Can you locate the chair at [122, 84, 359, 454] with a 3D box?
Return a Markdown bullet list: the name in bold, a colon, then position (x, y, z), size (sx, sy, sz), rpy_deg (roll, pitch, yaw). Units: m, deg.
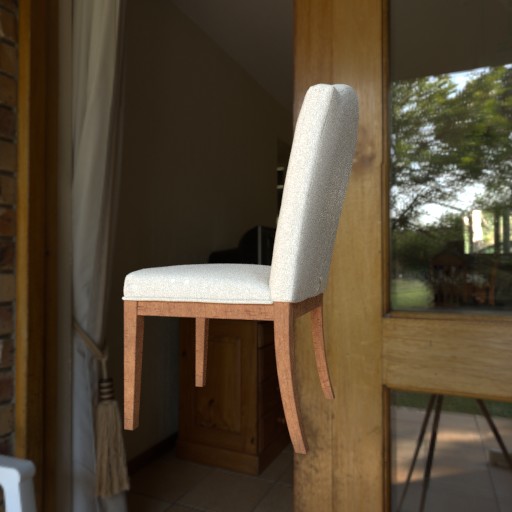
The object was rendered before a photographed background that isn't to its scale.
- **chair**: position (0.000, 0.000, 1.435), size (0.648, 1.012, 0.534), rpy_deg (0, -1, 18)
